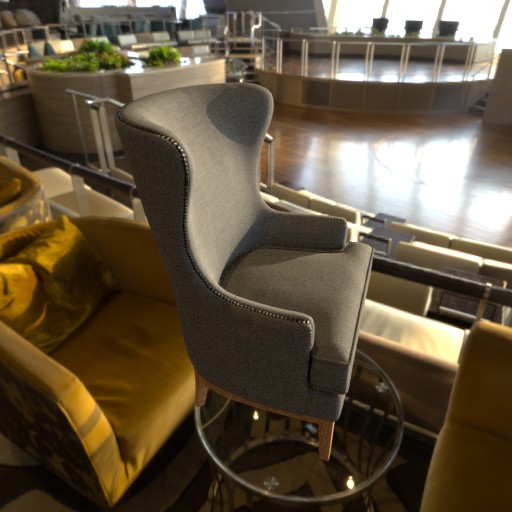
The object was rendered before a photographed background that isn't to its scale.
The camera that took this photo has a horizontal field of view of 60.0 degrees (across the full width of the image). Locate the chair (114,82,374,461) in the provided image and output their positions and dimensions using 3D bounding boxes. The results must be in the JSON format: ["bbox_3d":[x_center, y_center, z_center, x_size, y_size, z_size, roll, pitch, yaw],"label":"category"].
[{"bbox_3d":[0.000,0.000,1.770,0.883,1.176,0.864,9,32,16],"label":"chair"}]
